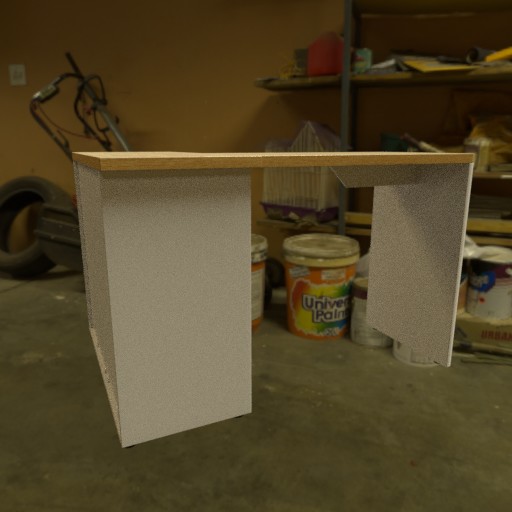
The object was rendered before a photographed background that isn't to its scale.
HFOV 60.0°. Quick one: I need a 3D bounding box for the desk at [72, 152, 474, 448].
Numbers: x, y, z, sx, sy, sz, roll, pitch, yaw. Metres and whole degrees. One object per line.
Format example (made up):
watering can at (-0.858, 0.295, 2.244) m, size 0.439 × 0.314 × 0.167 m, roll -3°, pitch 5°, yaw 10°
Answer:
desk at (0.000, 0.000, 1.677) m, size 1.170 × 0.760 × 0.900 m, roll -7°, pitch 15°, yaw -25°
